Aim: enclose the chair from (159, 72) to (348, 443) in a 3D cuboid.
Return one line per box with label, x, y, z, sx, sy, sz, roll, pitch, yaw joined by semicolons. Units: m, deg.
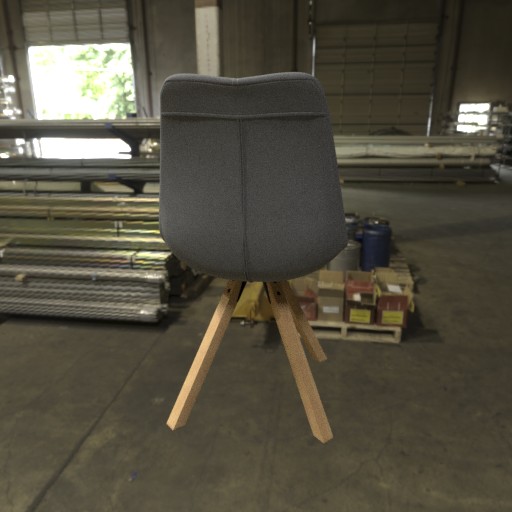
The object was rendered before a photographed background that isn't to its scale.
chair;0.000;0.000;1.187;0.474;0.863;0.549;2;17;7
